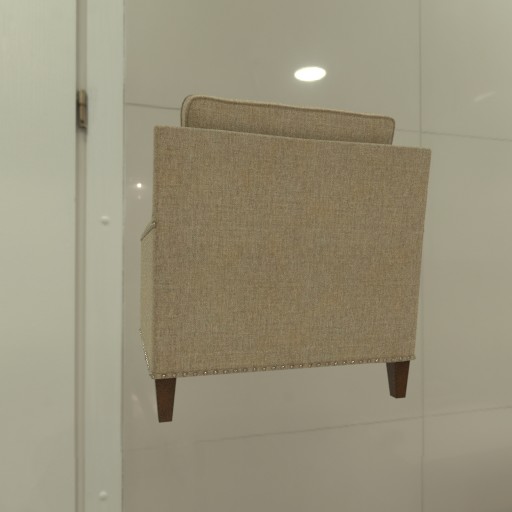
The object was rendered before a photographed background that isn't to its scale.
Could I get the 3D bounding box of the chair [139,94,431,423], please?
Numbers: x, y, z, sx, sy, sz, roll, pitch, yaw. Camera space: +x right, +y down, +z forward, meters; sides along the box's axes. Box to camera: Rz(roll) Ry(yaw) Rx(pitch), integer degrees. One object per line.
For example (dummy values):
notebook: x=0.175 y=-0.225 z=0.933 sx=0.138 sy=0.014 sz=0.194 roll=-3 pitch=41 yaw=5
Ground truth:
chair: x=0.000 y=0.000 z=1.731 sx=0.853 sy=0.943 sz=1.014 roll=0 pitch=-1 yaw=-17
